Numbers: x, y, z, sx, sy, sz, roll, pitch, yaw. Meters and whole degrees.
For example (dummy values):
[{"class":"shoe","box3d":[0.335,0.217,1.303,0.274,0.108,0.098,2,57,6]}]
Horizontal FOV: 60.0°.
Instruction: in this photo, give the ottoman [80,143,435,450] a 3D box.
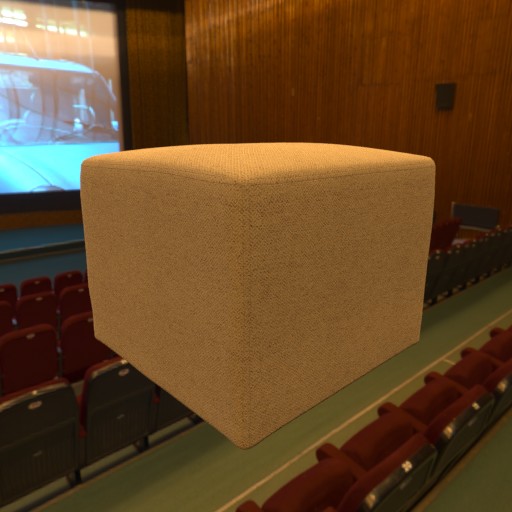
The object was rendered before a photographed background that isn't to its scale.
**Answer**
[{"class":"ottoman","box3d":[0.000,0.000,0.919,0.521,0.453,0.512,-14,21,-41]}]
